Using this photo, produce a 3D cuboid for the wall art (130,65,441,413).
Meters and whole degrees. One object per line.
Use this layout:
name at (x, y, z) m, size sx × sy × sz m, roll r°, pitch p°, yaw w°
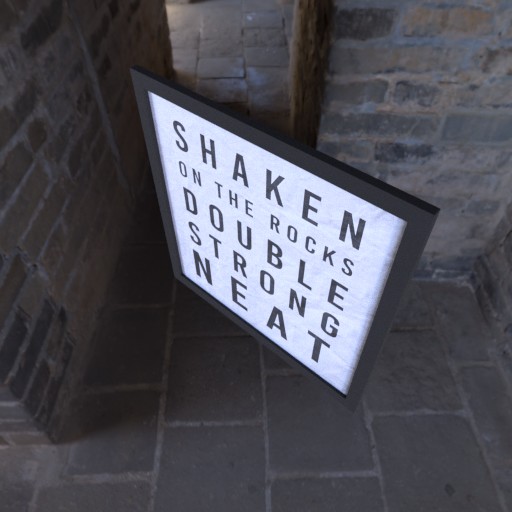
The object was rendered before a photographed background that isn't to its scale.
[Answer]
wall art at (0.000, 0.000, 0.688) m, size 0.456 × 0.458 × 0.013 m, roll 33°, pitch 56°, yaw 26°
